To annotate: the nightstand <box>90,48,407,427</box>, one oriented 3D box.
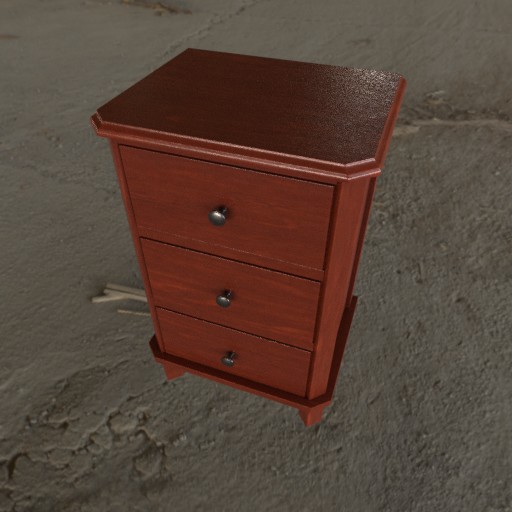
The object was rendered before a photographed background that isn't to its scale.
[{"bbox_3d":[0.000,0.000,0.927,0.435,0.681,0.351,14,44,15],"label":"nightstand"}]
